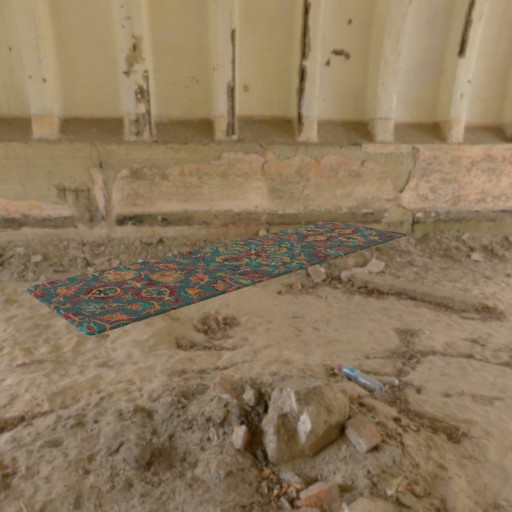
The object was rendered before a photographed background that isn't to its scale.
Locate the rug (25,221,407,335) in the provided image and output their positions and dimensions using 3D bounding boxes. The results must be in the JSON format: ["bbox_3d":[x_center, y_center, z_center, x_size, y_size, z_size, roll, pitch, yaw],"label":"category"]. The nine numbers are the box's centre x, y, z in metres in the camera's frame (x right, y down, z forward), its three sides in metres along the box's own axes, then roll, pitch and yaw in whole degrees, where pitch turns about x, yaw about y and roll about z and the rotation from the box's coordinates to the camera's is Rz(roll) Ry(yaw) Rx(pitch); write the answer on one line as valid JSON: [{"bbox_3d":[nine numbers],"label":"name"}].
[{"bbox_3d":[0.000,0.000,2.544,2.286,0.013,0.686,-15,21,-42],"label":"rug"}]
